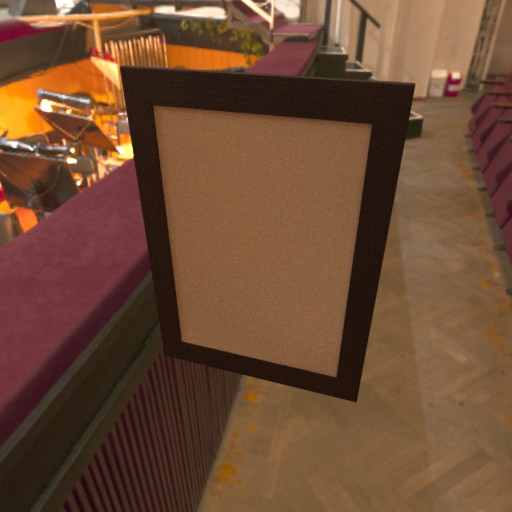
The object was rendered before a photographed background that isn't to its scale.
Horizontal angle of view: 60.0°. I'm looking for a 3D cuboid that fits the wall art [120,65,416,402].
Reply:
[{"bbox_3d":[0.000,0.000,0.658,0.359,0.508,0.013,10,34,15],"label":"wall art"}]
